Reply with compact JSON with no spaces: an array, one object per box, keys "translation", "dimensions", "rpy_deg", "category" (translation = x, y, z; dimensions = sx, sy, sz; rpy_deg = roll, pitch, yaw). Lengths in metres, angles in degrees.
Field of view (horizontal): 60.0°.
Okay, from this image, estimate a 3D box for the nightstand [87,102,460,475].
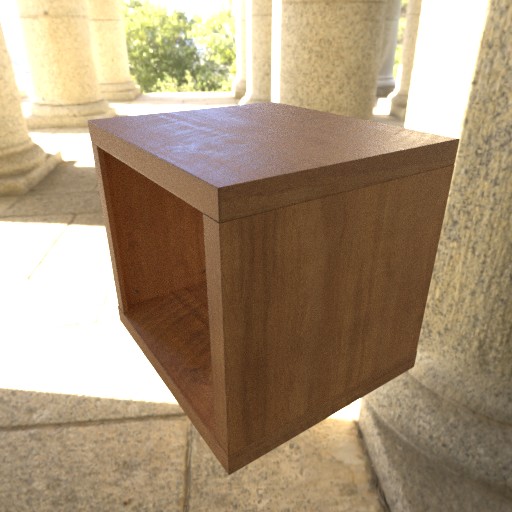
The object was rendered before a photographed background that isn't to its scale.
[{"translation":[0.000,0.000,0.870],"dimensions":[0.436,0.491,0.493],"rpy_deg":[-17,31,-30],"category":"nightstand"}]
